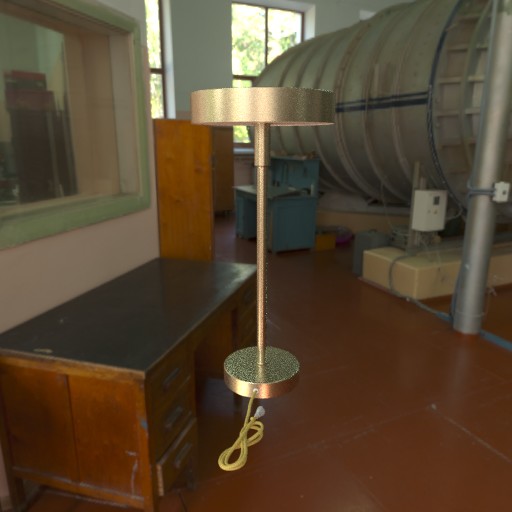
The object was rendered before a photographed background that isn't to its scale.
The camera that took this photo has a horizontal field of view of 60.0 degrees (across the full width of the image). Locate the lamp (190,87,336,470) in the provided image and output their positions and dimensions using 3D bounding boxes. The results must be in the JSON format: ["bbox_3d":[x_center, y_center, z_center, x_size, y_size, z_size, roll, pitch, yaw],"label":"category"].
[{"bbox_3d":[0.000,0.000,0.697,0.229,0.508,0.369,2,15,8],"label":"lamp"}]
